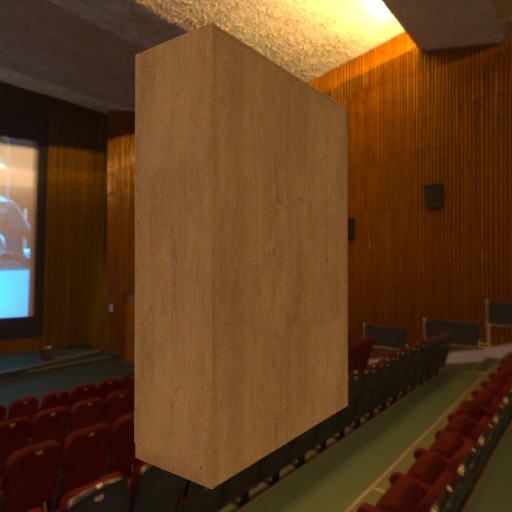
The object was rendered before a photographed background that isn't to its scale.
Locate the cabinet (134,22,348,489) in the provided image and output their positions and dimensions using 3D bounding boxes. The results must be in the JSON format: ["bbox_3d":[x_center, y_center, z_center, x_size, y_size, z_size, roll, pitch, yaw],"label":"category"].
[{"bbox_3d":[0.000,0.000,2.481,0.510,1.910,1.290,0,-1,37],"label":"cabinet"}]
